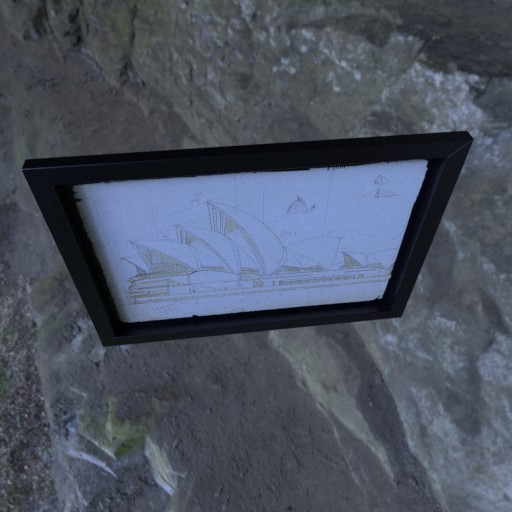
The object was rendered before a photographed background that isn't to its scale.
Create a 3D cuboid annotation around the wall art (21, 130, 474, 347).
[{"bbox_3d":[0.000,0.000,0.815,0.657,0.458,0.027,-5,47,-5],"label":"wall art"}]
